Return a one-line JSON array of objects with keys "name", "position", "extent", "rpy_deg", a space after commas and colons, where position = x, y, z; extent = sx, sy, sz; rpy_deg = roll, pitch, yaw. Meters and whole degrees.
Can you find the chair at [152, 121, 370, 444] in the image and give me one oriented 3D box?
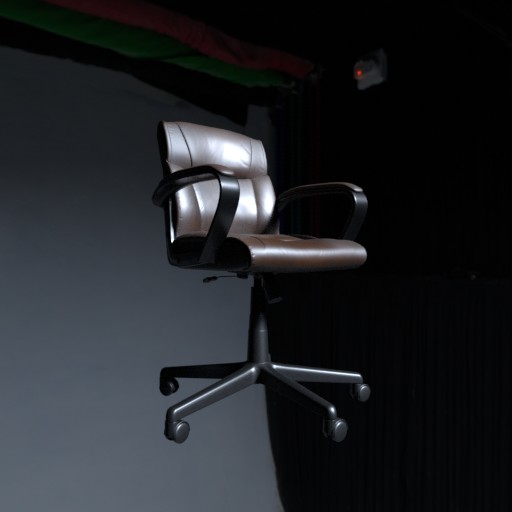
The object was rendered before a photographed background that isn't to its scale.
[{"name": "chair", "position": [0.000, 0.000, 1.470], "extent": [0.739, 1.004, 0.717], "rpy_deg": [0, 0, -36]}]
